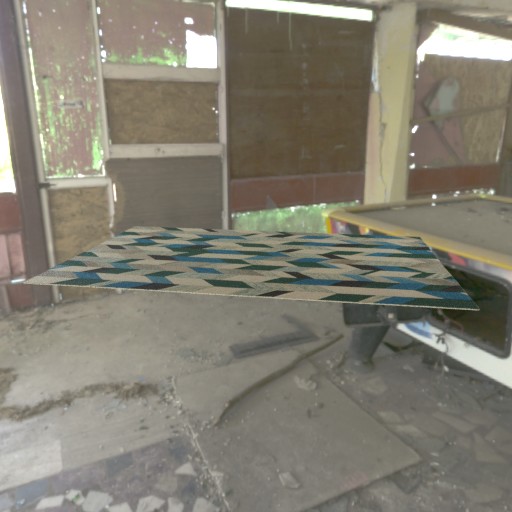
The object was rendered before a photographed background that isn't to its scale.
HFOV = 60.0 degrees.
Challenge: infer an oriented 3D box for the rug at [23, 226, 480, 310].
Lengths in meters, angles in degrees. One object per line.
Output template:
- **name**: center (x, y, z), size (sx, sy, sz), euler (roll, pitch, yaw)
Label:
- **rug**: center (0.000, 0.000, 3.030), size (2.433, 0.007, 1.507), euler (3, 16, 9)
